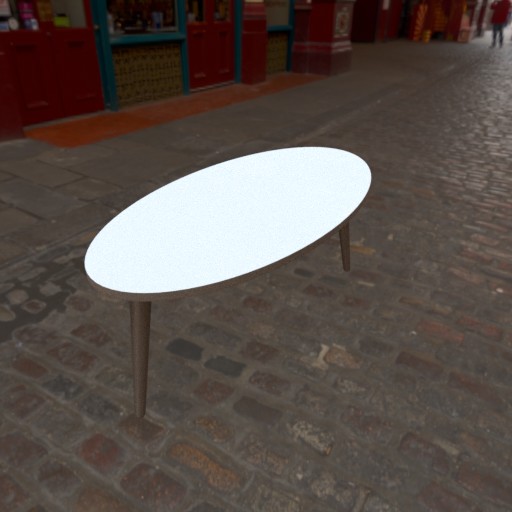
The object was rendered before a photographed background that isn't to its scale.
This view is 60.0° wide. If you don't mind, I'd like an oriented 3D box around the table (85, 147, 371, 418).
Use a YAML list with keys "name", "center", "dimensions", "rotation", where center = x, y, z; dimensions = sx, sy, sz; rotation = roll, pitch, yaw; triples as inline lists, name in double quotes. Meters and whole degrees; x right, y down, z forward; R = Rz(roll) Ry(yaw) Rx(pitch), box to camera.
- name: "table"
  center: [0.000, 0.000, 1.337]
  dimensions: [0.542, 0.390, 1.083]
  rotation: [18, 34, 28]
